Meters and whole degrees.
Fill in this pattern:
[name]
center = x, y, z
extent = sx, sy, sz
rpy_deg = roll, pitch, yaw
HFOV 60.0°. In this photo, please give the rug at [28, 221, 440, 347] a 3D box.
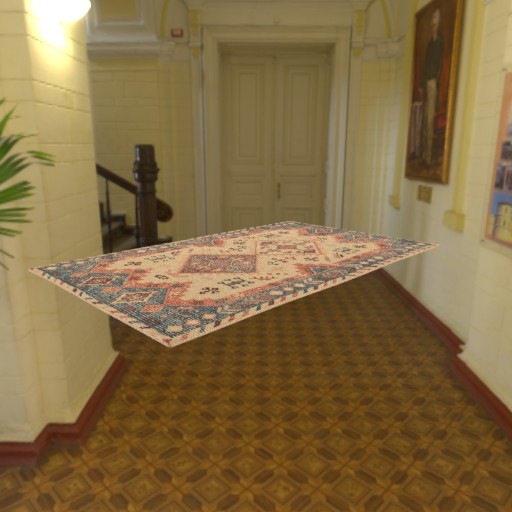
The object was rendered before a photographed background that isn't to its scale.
[rug]
center = 0.000, 0.000, 3.052
extent = 1.521, 0.023, 2.464
rpy_deg = 14, 20, 43
